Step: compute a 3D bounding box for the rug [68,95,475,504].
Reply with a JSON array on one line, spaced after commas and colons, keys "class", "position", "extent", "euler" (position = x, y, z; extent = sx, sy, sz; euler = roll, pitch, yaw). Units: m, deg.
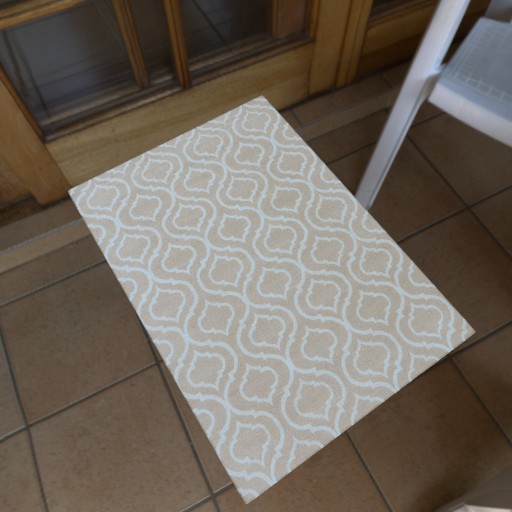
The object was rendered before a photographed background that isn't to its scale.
[{"class": "rug", "position": [0.000, 0.000, 2.670], "extent": [1.524, 0.010, 2.134], "euler": [-31, 68, -14]}]
